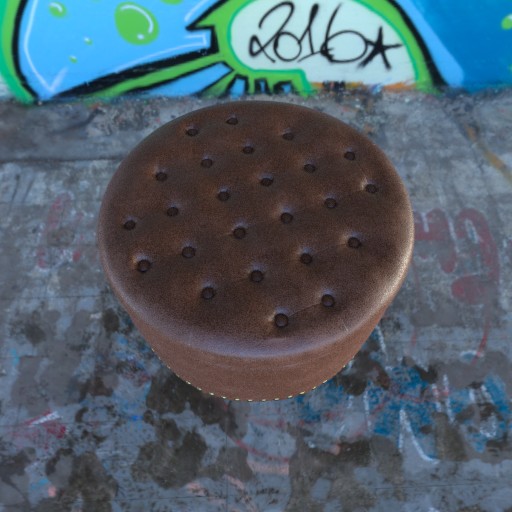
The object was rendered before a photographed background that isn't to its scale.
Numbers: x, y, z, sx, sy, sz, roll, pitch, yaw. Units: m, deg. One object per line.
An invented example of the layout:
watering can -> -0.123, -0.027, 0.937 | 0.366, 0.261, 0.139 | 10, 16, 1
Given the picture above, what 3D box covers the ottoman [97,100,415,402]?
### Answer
ottoman -> 0.000, 0.000, 1.060 | 0.637, 0.442, 0.637 | 0, 59, 0
